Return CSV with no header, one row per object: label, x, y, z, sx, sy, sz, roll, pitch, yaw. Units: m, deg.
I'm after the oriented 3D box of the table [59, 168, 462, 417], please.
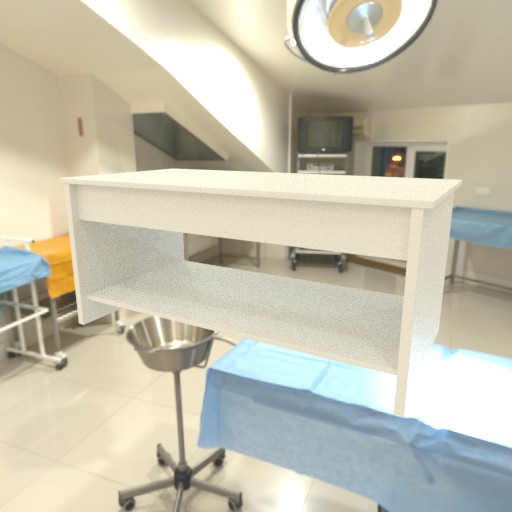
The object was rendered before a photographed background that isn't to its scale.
table,0.000,0.000,1.282,1.000,0.441,0.500,8,17,28
